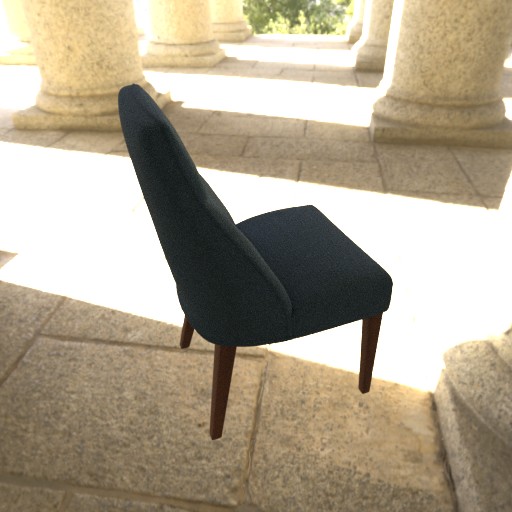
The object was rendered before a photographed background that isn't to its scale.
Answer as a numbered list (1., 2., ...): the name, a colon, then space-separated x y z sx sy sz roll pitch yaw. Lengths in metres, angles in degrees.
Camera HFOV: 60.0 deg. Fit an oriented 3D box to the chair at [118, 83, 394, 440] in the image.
1. chair: 0.000 0.000 1.273 0.620 0.930 0.500 -12 35 -17
